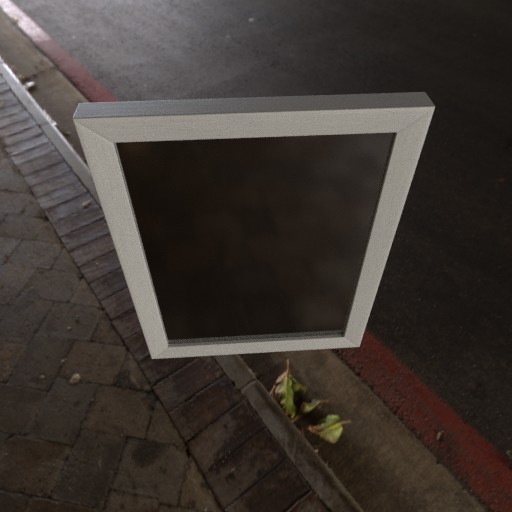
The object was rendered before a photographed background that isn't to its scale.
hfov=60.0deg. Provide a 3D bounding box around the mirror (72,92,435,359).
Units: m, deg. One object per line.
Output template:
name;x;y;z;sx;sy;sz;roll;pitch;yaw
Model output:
mirror;0.000;0.000;0.692;0.405;0.508;0.041;-3;47;-3
